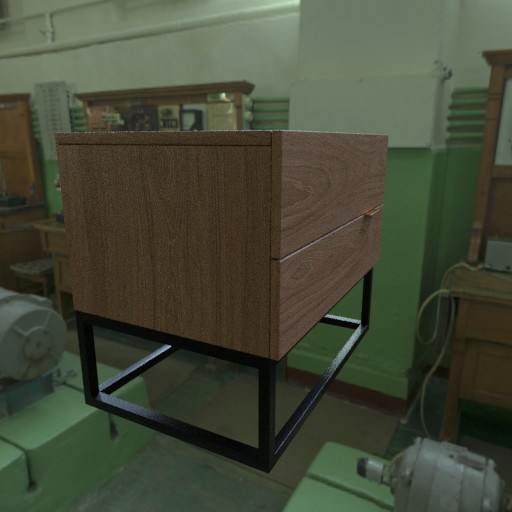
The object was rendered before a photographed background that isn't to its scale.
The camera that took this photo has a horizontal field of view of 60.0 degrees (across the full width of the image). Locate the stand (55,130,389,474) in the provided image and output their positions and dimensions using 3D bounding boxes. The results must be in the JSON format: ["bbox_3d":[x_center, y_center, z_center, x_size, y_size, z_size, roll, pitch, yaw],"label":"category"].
[{"bbox_3d":[0.000,0.000,0.941,0.420,0.500,0.600,8,17,27],"label":"stand"}]
